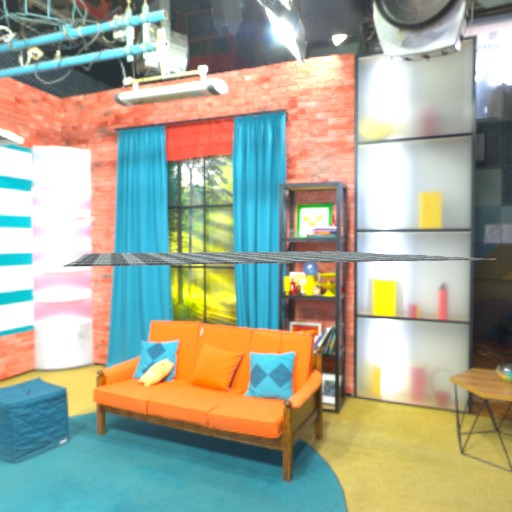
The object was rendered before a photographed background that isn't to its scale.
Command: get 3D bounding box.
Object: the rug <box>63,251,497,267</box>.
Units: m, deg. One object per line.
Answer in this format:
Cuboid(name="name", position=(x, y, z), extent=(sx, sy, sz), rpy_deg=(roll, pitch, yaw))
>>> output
Cuboid(name="rug", position=(0.000, 0.000, 4.023), extent=(3.021, 0.013, 2.432), rpy_deg=(-1, 2, -18))
